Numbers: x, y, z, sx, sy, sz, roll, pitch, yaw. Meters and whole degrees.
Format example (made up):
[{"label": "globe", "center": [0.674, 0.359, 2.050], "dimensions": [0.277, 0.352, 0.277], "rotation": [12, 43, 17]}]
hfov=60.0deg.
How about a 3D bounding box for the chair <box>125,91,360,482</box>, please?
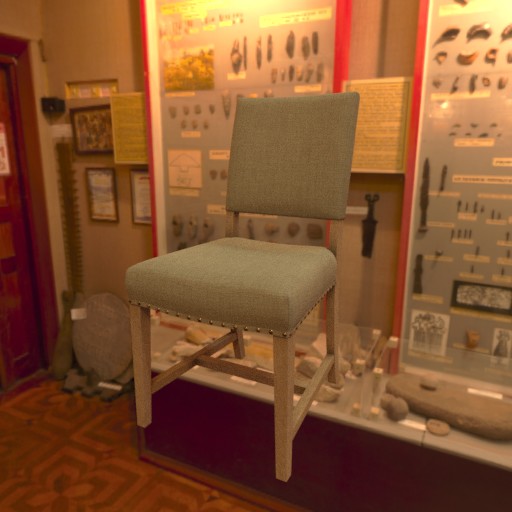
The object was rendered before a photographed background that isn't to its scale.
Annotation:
[{"label": "chair", "center": [0.000, 0.000, 1.368], "dimensions": [0.508, 0.986, 0.622], "rotation": [8, 16, 27]}]
